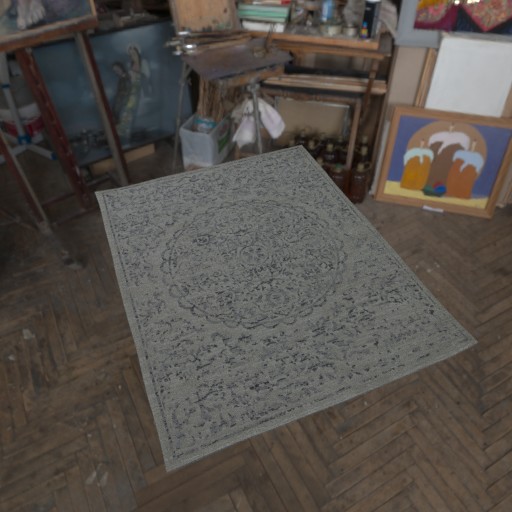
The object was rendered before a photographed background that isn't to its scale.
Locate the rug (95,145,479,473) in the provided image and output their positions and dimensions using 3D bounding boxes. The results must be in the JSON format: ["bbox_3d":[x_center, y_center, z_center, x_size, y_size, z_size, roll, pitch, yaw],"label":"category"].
[{"bbox_3d":[0.000,0.000,3.873,2.343,0.026,2.925,-16,48,-15],"label":"rug"}]
